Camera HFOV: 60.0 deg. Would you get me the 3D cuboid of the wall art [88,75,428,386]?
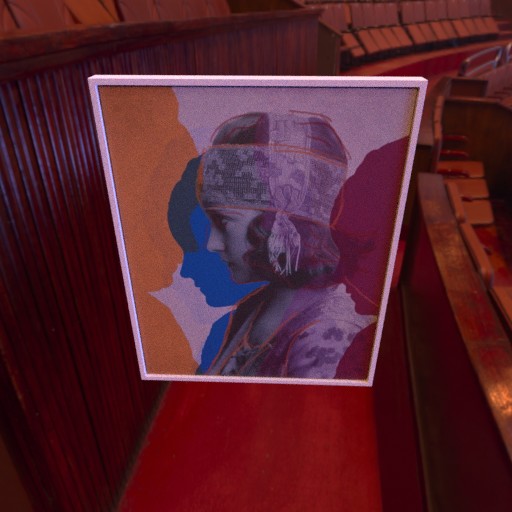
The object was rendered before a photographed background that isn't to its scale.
[{"bbox_3d":[0.000,0.000,0.727,0.443,0.549,0.030,1,30,2],"label":"wall art"}]
